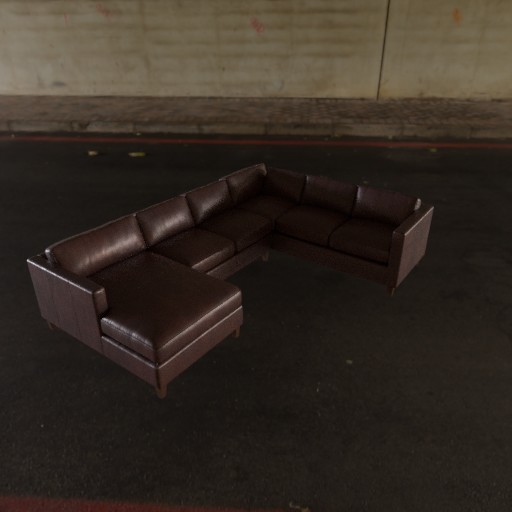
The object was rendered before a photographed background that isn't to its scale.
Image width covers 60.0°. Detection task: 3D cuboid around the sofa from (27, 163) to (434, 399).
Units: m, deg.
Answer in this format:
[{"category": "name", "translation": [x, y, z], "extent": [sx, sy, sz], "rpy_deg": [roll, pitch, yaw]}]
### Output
[{"category": "sofa", "translation": [0.000, 0.000, 4.468], "extent": [2.452, 0.891, 3.324], "rpy_deg": [19, 33, 31]}]
